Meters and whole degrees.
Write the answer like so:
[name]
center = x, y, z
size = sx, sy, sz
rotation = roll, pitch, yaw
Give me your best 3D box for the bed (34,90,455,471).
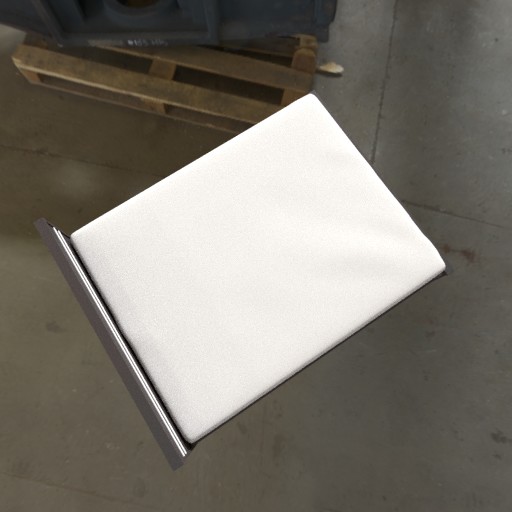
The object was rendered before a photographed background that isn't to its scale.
[bed]
center = 0.000, 0.000, 3.011
size = 2.103, 0.808, 1.634
rotation = -32, 78, -7
